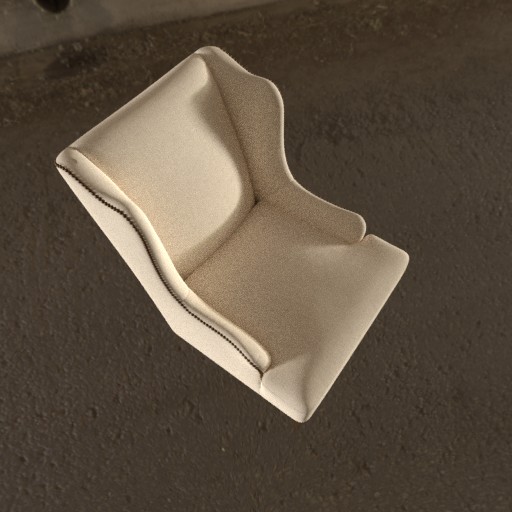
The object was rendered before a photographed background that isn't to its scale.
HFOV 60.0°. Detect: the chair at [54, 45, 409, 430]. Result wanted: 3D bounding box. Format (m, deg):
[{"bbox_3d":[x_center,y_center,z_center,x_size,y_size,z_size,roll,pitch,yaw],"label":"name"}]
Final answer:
[{"bbox_3d":[0.000,0.000,1.630,0.940,1.029,0.737,32,63,18],"label":"chair"}]
